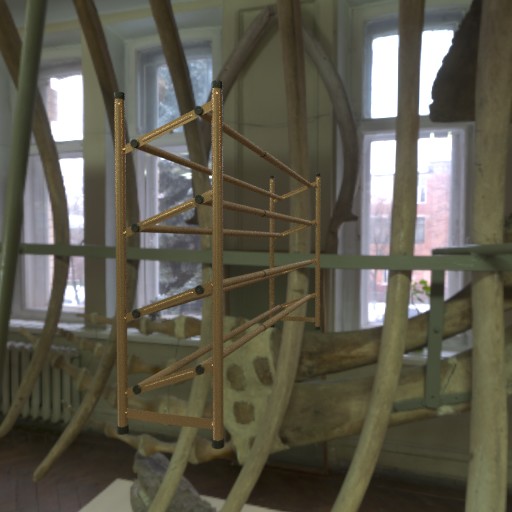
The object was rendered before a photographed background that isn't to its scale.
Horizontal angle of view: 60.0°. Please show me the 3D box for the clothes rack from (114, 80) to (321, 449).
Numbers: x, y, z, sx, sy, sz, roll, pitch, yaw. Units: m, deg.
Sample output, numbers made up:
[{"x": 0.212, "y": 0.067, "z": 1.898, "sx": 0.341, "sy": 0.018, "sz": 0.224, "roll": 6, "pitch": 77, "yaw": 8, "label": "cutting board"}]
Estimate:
[{"x": 0.000, "y": 0.000, "z": 1.392, "sx": 0.229, "sy": 0.672, "sz": 1.168, "roll": 1, "pitch": 2, "yaw": 17, "label": "clothes rack"}]
